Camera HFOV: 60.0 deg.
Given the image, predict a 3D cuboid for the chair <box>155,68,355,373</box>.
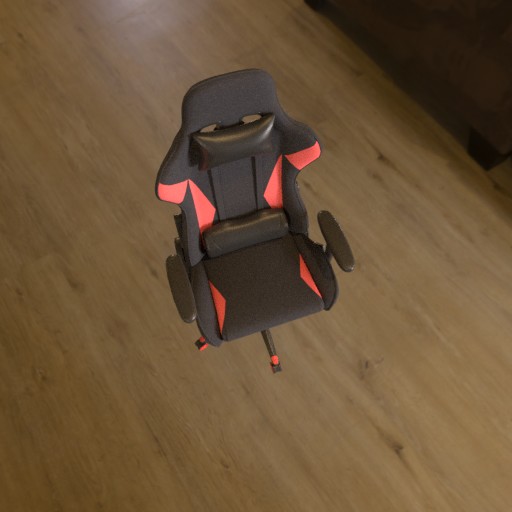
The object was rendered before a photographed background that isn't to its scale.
[{"bbox_3d":[0.000,0.000,1.736,0.695,1.326,0.658,-17,64,-8],"label":"chair"}]
